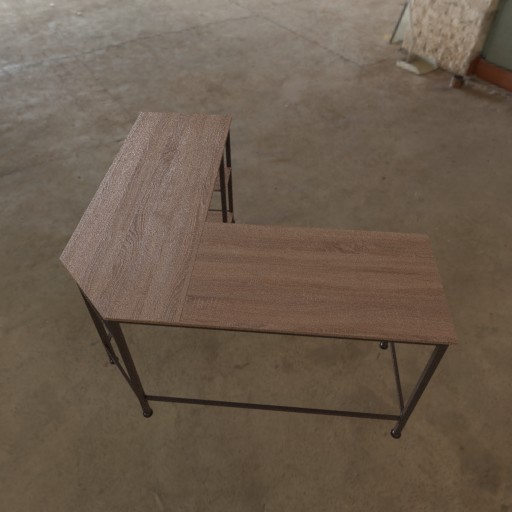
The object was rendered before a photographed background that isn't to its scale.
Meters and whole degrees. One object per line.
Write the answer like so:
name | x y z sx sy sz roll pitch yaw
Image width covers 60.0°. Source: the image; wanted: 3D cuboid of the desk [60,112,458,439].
desk | 0.000 0.000 2.163 1.379 0.739 1.379 3 45 3
